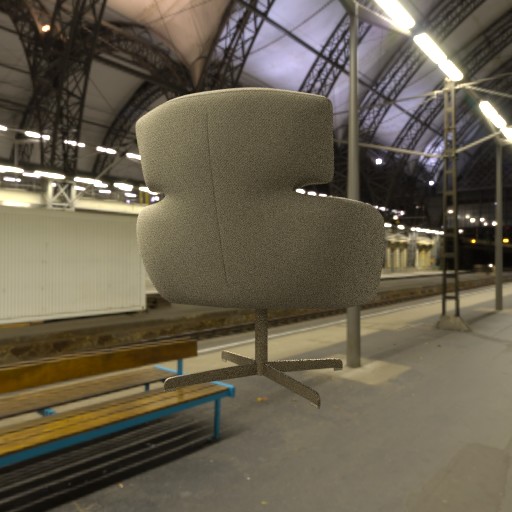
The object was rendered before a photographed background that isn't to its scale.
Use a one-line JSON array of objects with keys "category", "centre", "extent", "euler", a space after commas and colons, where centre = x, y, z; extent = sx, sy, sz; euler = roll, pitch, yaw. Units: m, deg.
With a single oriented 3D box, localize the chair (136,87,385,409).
[{"category": "chair", "centre": [0.000, 0.000, 1.402], "extent": [0.760, 0.810, 0.730], "euler": [0, -1, 19]}]
